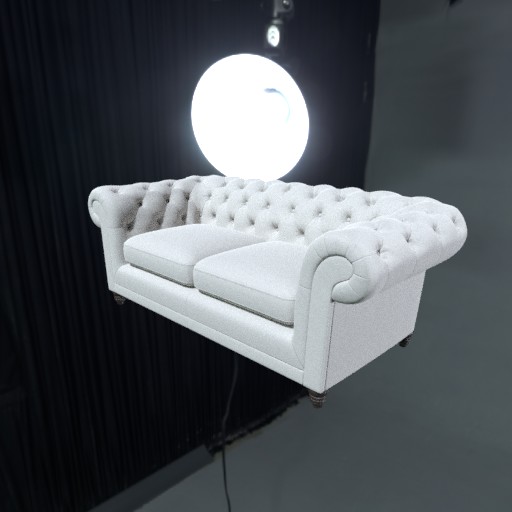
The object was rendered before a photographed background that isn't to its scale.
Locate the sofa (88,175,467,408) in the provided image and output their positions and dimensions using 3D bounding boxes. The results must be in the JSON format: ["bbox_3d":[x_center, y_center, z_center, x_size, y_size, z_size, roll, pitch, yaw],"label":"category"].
[{"bbox_3d":[0.000,0.000,2.478,1.998,0.764,0.986,15,22,42],"label":"sofa"}]
